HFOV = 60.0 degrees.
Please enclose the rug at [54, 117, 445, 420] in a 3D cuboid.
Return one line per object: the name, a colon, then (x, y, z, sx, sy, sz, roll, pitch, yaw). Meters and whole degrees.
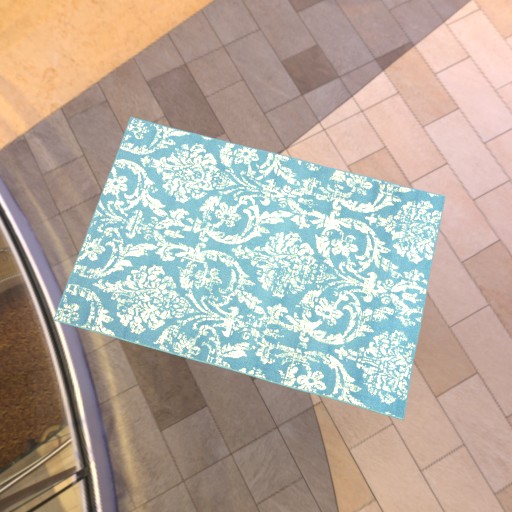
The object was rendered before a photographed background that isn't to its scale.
rug: (0.000, 0.000, 2.362, 1.833, 0.012, 1.211, 15, 77, 4)
